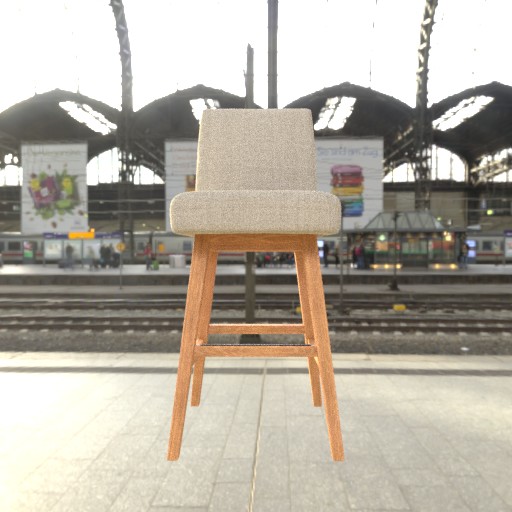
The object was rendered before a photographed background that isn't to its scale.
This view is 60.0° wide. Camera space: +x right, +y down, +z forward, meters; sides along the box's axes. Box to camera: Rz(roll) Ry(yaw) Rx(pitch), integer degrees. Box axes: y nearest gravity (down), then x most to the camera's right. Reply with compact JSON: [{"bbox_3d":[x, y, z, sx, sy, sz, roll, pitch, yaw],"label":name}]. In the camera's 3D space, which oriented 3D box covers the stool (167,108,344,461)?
[{"bbox_3d":[0.000,0.000,1.440,0.483,1.106,0.569,0,1,0],"label":"stool"}]
